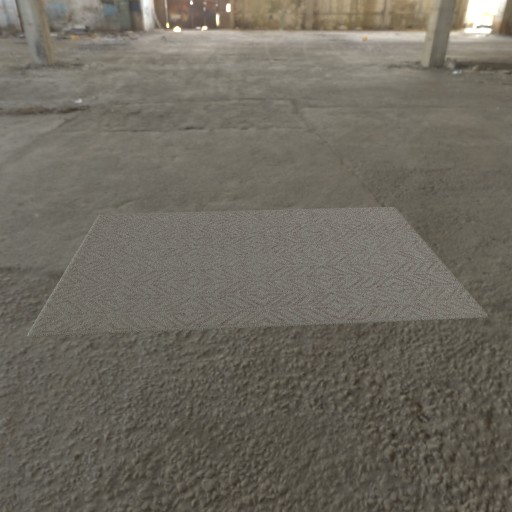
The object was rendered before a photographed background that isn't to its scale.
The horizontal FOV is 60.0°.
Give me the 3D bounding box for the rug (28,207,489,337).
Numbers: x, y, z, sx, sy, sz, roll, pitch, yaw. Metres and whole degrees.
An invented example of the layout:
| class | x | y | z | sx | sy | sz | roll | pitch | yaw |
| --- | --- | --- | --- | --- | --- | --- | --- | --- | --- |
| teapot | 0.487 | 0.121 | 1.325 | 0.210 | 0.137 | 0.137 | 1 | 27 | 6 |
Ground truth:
| class | x | y | z | sx | sy | sz | roll | pitch | yaw |
| --- | --- | --- | --- | --- | --- | --- | --- | --- | --- |
| rug | 0.000 | 0.000 | 2.982 | 2.438 | 0.008 | 1.523 | -2 | 29 | -3 |
